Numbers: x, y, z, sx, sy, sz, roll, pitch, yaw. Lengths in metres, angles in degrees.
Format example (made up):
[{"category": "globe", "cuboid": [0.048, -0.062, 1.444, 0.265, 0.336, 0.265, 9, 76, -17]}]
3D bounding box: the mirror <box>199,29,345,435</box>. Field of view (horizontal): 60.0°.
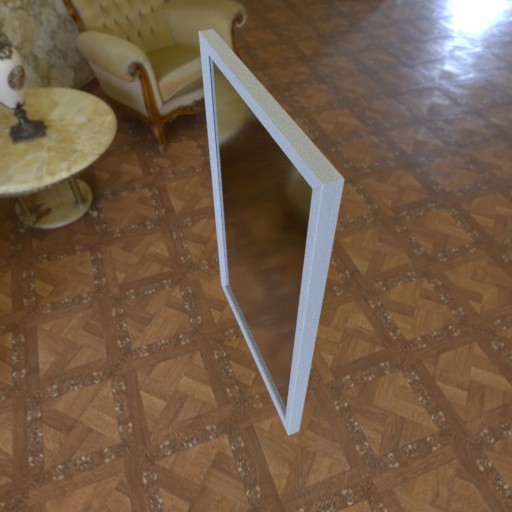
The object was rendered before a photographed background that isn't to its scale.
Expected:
[{"category": "mirror", "cuboid": [0.000, 0.000, 1.158, 0.040, 0.915, 0.609, -16, 49, -15]}]
